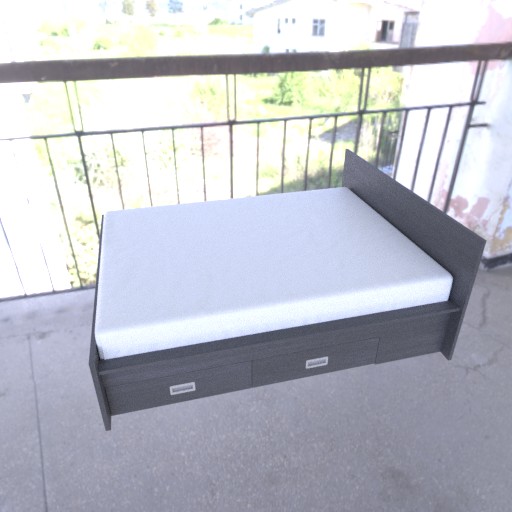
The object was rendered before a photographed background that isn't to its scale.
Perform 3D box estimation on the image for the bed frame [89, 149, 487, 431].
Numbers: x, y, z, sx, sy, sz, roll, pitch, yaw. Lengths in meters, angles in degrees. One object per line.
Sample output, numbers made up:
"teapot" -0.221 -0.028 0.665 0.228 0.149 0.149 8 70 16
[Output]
"bed frame" 0.000 0.000 2.881 1.960 0.800 1.622 -8 31 -13
